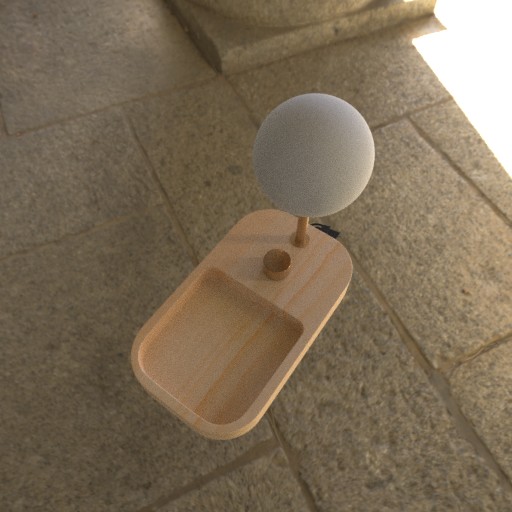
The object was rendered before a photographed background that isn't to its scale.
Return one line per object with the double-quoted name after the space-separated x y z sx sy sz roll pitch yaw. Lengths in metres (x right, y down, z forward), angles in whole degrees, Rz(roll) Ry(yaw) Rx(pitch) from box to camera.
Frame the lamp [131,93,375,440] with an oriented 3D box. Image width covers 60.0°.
0.000 0.000 0.474 0.173 0.253 0.331 31 63 18 "lamp"
